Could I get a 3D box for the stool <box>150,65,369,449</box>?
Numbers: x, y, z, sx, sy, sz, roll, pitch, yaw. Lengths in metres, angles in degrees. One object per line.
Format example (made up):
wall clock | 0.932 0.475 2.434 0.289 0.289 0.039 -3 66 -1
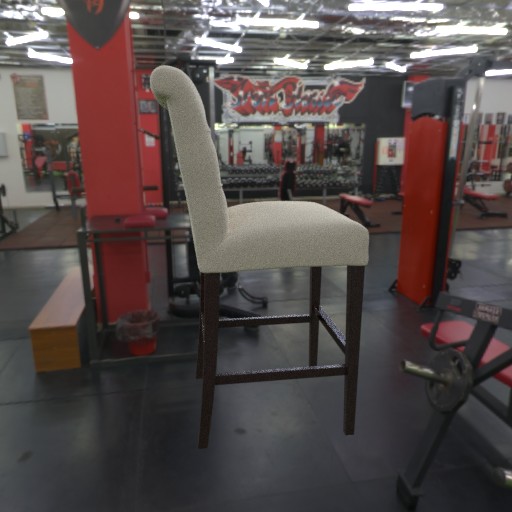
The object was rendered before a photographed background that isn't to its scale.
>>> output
stool | 0.000 0.000 1.486 0.610 1.118 0.482 -2 15 -8
